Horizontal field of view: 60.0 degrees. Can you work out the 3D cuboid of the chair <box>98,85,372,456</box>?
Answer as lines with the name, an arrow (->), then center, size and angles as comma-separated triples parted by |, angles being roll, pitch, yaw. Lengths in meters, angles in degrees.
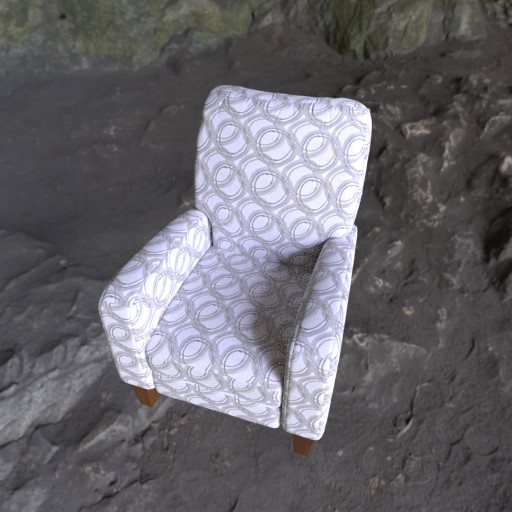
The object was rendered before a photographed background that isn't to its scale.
chair -> 0.000, 0.000, 1.748 | 0.796, 1.065, 0.995 | 12, 42, 14
